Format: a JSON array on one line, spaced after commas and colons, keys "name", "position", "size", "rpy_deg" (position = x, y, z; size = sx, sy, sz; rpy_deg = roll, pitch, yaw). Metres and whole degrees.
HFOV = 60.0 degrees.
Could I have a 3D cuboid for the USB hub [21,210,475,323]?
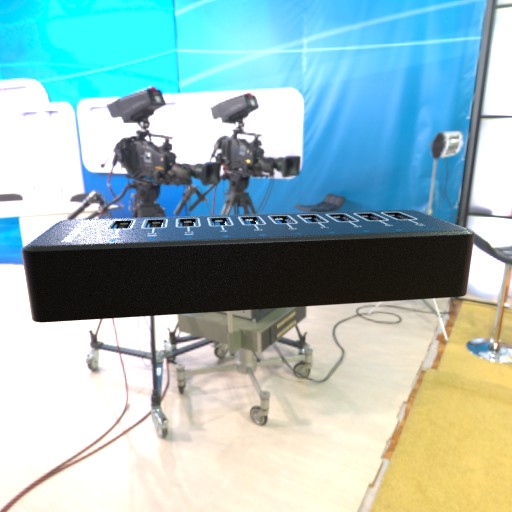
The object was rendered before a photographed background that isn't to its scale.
[{"name": "USB hub", "position": [0.000, 0.000, 0.161], "size": [0.145, 0.023, 0.044], "rpy_deg": [-3, 16, -9]}]
